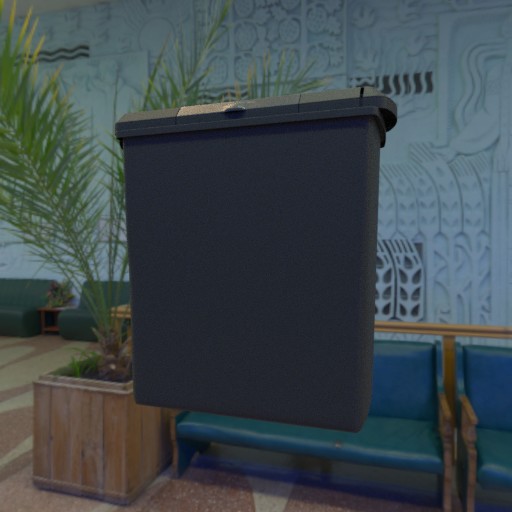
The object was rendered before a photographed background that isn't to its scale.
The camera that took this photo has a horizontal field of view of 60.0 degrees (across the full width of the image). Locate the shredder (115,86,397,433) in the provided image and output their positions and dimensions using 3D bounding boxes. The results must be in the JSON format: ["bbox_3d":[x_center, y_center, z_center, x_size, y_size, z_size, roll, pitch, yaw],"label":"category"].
[{"bbox_3d":[0.000,0.000,0.528,0.320,0.335,0.170,0,1,19],"label":"shredder"}]
